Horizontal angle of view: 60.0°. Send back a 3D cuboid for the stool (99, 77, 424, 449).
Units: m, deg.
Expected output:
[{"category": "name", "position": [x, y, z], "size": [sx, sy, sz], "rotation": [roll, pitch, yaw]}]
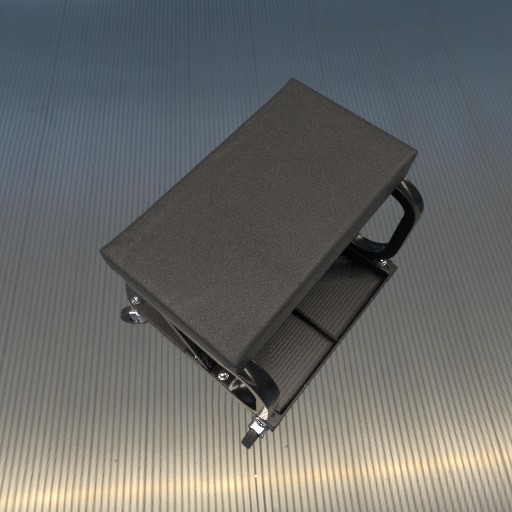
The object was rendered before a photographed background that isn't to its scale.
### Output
[{"category": "stool", "position": [0.000, 0.000, 0.718], "size": [0.371, 0.380, 0.446], "rotation": [37, 69, 17]}]
